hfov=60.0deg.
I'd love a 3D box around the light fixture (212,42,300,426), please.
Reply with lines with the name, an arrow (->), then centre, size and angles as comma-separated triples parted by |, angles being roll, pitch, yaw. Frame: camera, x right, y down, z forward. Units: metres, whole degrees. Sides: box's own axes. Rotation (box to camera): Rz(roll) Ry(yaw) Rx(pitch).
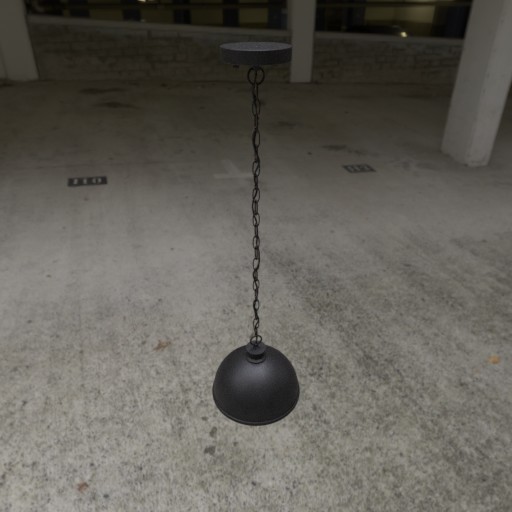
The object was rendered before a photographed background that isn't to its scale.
light fixture -> 0.000, 0.000, 1.265 | 0.304, 1.090, 0.304 | -10, 33, -15
